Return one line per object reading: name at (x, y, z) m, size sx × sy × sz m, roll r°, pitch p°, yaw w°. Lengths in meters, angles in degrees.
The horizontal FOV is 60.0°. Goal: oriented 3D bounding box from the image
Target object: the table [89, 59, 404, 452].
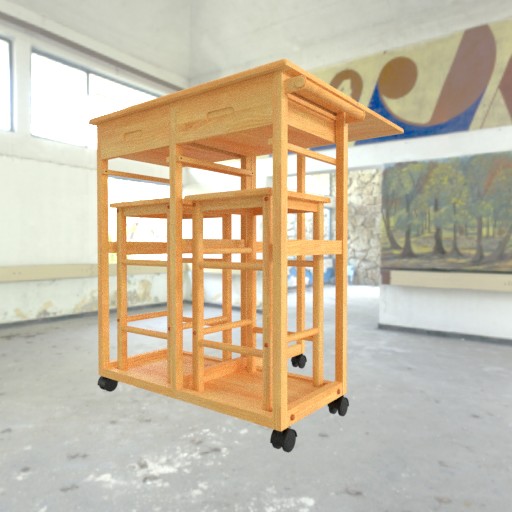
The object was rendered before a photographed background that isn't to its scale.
table at (0.000, 0.000, 1.395) m, size 0.752 × 0.832 × 0.693 m, roll 1°, pitch 2°, yaw 38°
